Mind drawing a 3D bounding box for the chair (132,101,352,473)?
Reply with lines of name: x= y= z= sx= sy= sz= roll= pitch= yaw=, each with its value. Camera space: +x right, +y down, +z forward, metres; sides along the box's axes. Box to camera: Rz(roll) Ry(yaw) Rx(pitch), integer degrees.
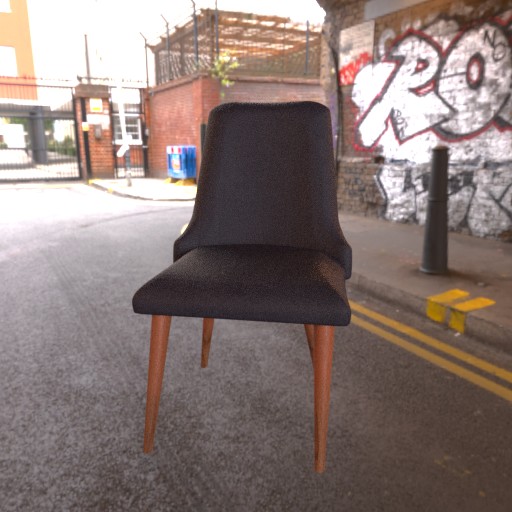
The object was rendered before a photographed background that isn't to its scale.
chair: x=0.000 y=0.000 z=1.165 sx=0.504 sy=0.820 sz=0.567 roll=2 pitch=14 yaw=9
